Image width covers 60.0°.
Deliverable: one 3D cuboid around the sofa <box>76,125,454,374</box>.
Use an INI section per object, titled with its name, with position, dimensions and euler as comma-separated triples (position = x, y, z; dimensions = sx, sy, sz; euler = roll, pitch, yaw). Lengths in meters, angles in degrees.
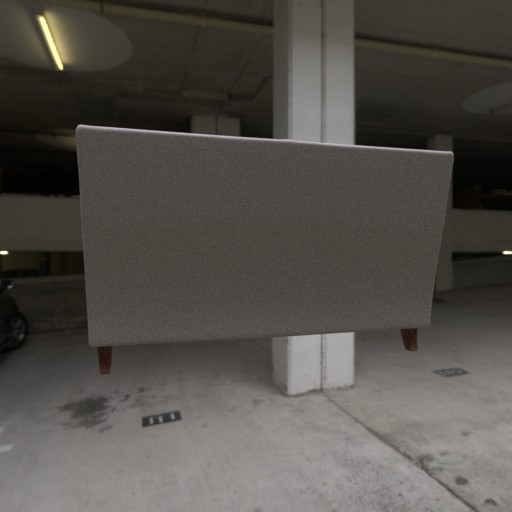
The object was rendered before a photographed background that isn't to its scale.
[sofa]
position = 0.000, 0.000, 2.079
dimensions = 1.482, 0.890, 0.888
euler = 0, 1, -16
